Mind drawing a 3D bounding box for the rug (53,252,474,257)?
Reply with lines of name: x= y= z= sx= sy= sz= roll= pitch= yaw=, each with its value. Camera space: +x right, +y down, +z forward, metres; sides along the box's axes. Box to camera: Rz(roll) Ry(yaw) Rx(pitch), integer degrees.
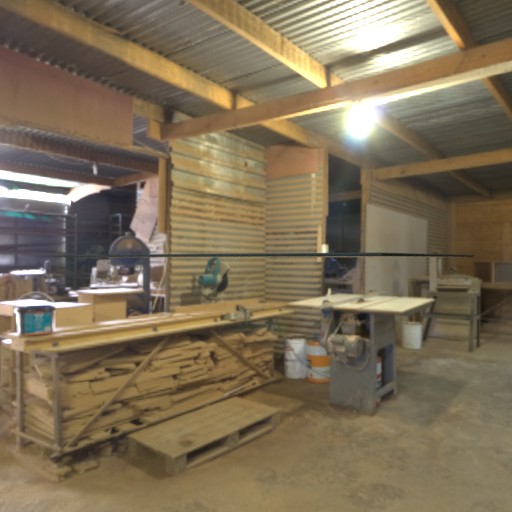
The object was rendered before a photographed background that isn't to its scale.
rug: x=0.000 y=0.000 z=2.885 sx=2.294 sy=0.014 sz=1.528 roll=0 pitch=0 yaw=37
